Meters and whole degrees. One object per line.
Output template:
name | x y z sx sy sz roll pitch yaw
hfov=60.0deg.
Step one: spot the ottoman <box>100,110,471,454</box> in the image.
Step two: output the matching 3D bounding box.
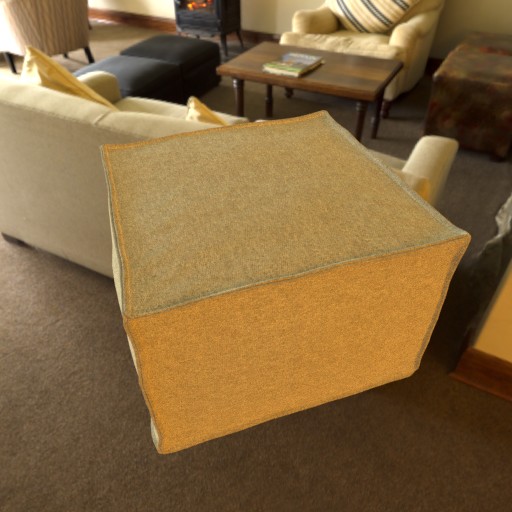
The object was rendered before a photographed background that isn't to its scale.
ottoman | 0.000 0.000 1.157 0.707 0.470 0.696 -12 42 -14
